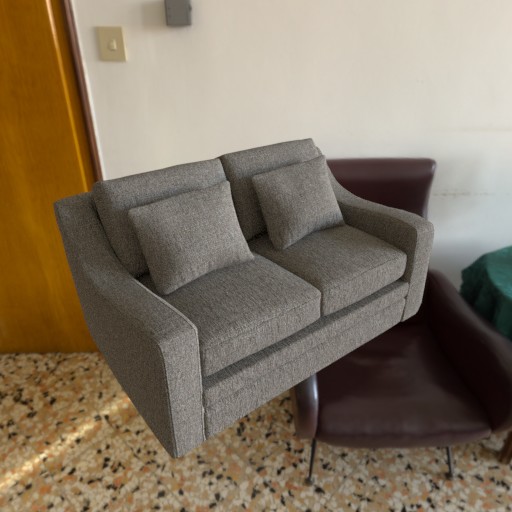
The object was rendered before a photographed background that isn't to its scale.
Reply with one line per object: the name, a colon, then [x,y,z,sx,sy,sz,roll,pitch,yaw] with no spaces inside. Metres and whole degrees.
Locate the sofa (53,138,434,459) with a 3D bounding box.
sofa: [0.000,0.000,2.457,1.778,0.991,1.120,-20,35,-32]
